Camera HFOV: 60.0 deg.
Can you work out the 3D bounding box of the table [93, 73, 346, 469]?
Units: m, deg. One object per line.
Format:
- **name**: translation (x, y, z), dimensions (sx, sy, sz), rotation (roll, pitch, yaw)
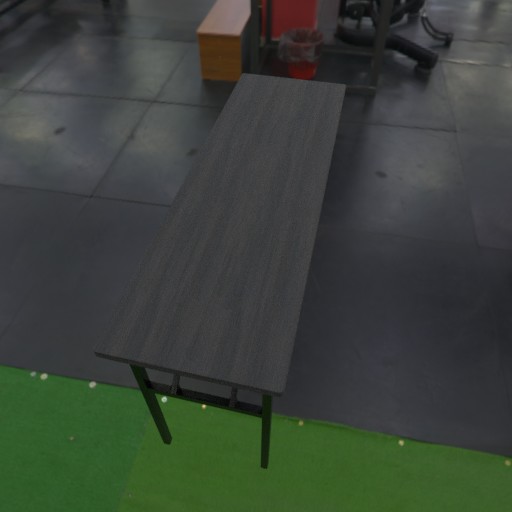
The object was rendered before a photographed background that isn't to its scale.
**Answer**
- **table**: translation (0.000, 0.000, 1.717), dimensions (0.449, 0.750, 1.399), rotation (10, 49, 9)
